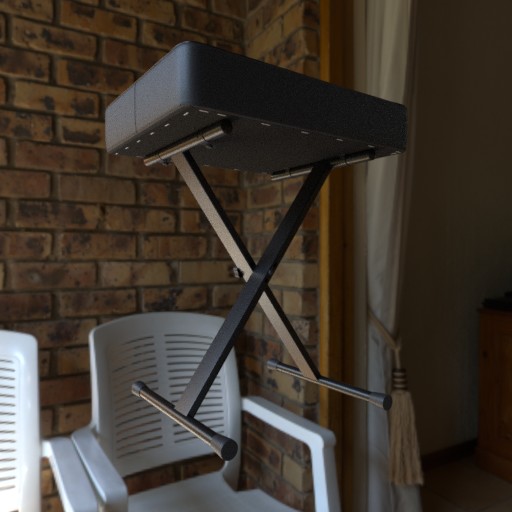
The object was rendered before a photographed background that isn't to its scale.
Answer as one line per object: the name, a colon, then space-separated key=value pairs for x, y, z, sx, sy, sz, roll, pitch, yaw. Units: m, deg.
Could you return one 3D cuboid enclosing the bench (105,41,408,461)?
bench: x=0.000 y=0.000 z=0.756 sx=0.424 sy=0.500 sz=0.321 roll=0 pitch=0 yaw=-35
